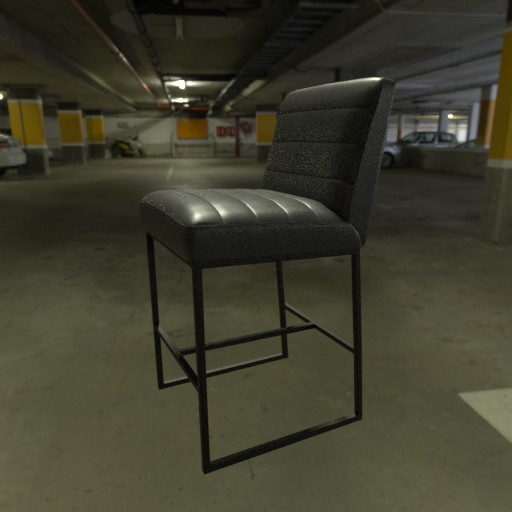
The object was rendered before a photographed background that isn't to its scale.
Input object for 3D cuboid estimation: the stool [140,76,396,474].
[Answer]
[{"bbox_3d":[0.000,0.000,1.254,0.552,0.938,0.457,-7,17,-26],"label":"stool"}]
